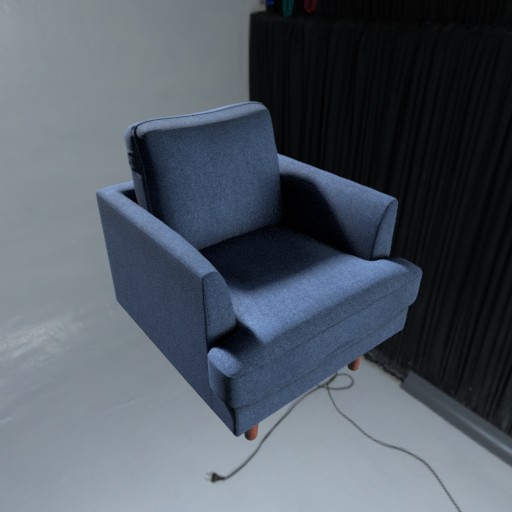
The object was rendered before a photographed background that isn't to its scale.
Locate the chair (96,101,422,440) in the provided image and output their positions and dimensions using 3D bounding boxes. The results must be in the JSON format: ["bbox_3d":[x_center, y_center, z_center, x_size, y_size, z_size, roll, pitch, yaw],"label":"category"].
[{"bbox_3d":[0.000,0.000,1.649,0.858,0.957,0.899,-22,37,-32],"label":"chair"}]
